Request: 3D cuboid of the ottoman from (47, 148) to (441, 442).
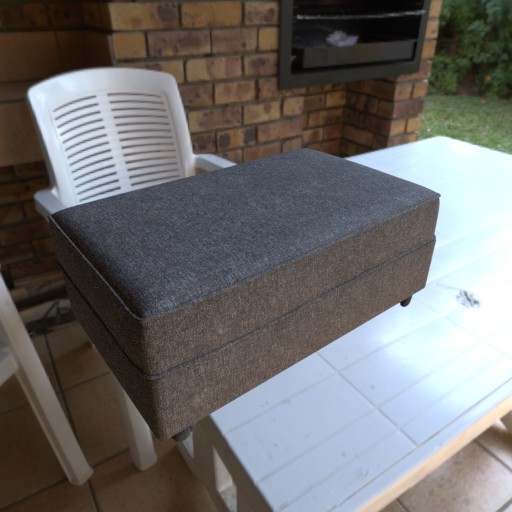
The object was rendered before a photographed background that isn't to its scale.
[{"bbox_3d":[0.000,0.000,1.574,1.184,0.487,0.717,-21,37,-32],"label":"ottoman"}]
